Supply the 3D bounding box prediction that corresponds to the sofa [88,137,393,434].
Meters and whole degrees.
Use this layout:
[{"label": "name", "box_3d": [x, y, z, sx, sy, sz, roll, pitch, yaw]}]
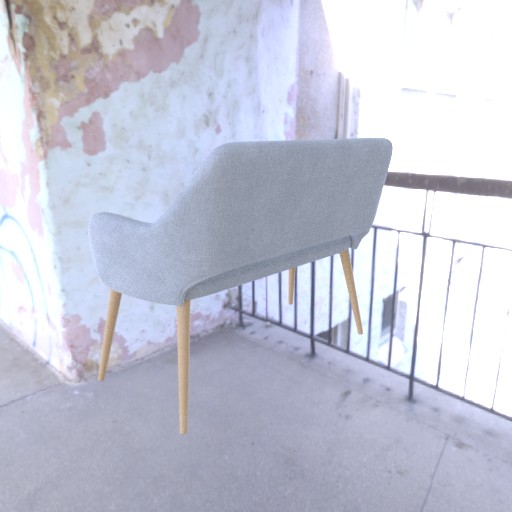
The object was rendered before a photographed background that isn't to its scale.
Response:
[{"label": "sofa", "box_3d": [0.000, 0.000, 1.626, 1.150, 0.840, 0.610, -15, 22, -42]}]
